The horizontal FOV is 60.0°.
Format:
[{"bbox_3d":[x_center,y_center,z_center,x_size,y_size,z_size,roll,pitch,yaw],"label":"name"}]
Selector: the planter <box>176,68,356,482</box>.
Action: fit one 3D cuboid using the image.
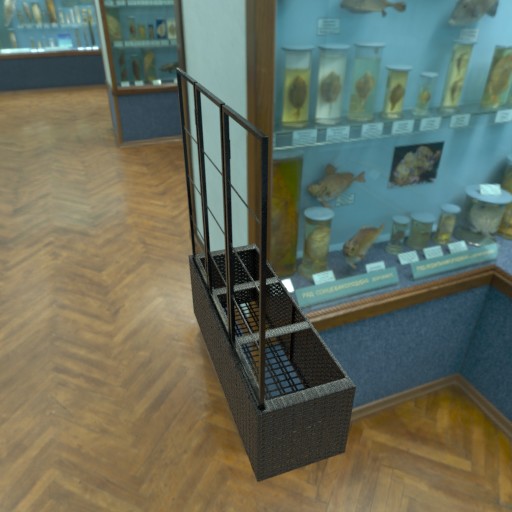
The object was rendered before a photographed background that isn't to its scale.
[{"bbox_3d":[0.000,0.000,1.170,0.244,0.841,0.699,-11,33,-17],"label":"planter"}]
